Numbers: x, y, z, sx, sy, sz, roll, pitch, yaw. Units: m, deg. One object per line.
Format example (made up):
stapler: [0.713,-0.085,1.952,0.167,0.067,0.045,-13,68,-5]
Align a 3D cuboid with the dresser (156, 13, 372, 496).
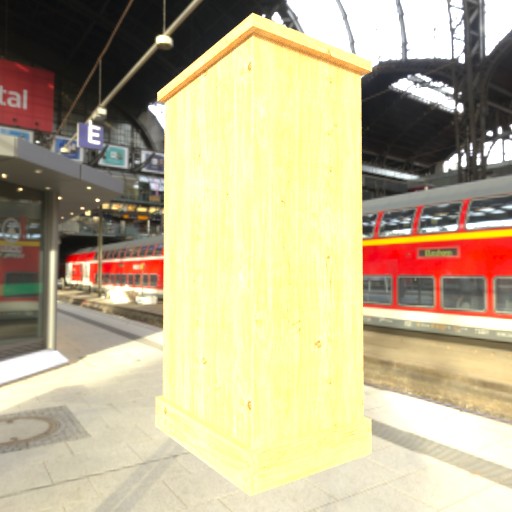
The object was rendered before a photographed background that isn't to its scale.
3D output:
dresser: [0.000,0.000,1.281,0.390,1.041,0.531,1,-2,-35]
